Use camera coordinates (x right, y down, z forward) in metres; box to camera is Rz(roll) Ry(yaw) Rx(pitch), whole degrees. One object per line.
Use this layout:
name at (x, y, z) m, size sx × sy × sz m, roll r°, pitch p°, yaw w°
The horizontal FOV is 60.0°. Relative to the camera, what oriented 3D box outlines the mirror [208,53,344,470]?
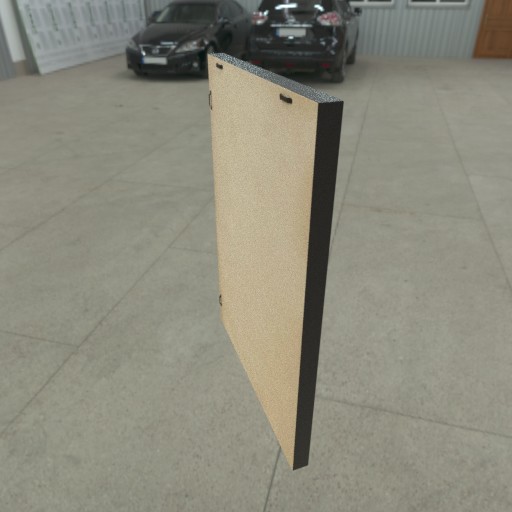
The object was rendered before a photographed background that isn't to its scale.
mirror at (0.000, 0.000, 0.912) m, size 0.040 × 0.710 × 0.507 m, roll -11°, pitch 33°, yaw -17°
